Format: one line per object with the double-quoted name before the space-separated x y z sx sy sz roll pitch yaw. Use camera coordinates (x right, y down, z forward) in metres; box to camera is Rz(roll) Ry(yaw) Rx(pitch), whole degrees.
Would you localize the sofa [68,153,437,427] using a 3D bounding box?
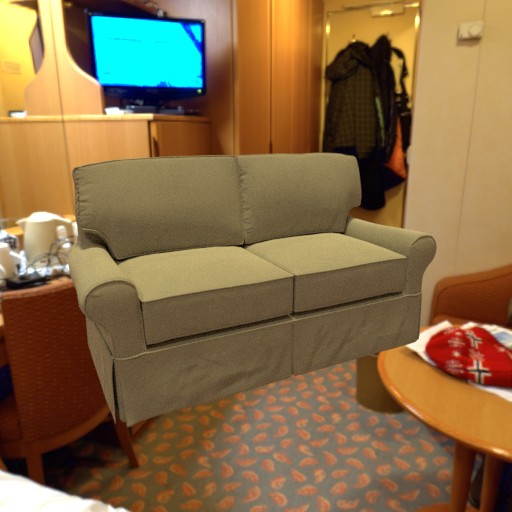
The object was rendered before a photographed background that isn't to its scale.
"sofa" 0.000 0.000 2.343 1.823 1.024 0.841 -8 17 -26
